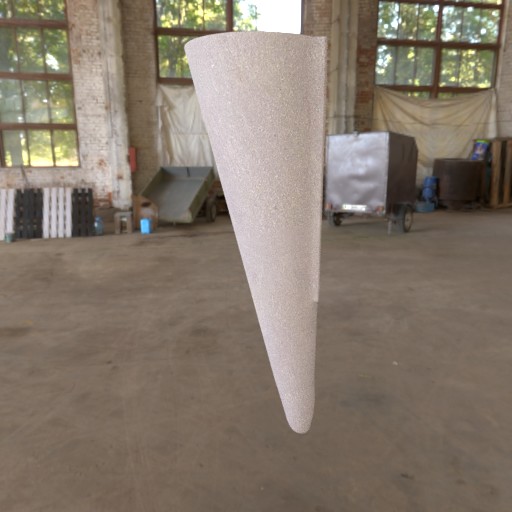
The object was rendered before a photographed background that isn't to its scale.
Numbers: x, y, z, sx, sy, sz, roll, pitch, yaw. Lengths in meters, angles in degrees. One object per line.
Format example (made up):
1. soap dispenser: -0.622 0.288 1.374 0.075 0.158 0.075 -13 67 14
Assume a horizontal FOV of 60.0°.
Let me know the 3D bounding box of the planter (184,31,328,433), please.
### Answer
1. planter: 0.000 0.000 0.298 0.087 0.259 0.078 2 13 9
